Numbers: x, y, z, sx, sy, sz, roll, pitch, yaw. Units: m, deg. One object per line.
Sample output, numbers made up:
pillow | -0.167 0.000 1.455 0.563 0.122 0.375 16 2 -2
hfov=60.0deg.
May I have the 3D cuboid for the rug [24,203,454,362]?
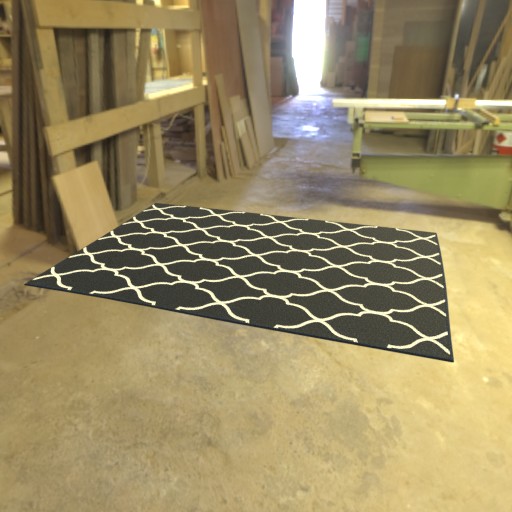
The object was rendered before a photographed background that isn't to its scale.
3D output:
rug | 0.000 0.000 2.868 2.294 0.014 1.528 8 26 16
